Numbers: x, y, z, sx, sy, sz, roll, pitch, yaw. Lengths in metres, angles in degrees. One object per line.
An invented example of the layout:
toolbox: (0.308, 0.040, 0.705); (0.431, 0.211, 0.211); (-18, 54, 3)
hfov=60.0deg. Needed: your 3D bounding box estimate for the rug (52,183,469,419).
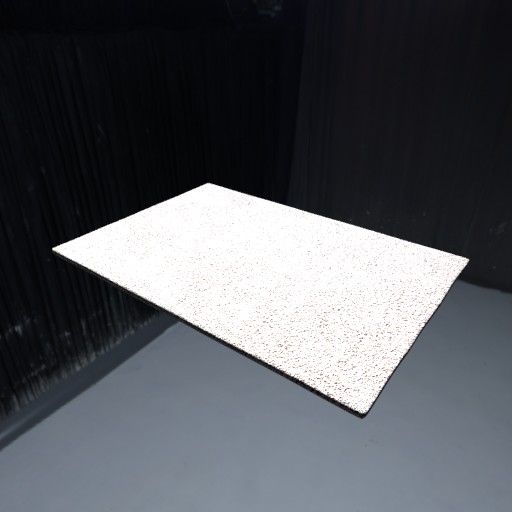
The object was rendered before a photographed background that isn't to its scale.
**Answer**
rug: (0.000, 0.000, 2.276); (1.778, 0.030, 1.219); (21, 36, 32)
